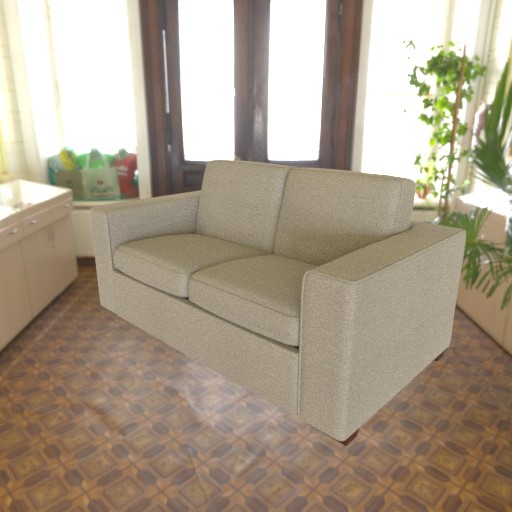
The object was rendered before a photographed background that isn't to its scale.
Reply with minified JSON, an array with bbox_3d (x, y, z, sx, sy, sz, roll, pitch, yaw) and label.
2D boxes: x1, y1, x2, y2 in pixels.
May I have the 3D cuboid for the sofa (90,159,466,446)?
[{"bbox_3d":[0.000,0.000,2.414,1.812,0.924,1.007,16,24,41],"label":"sofa"}]
